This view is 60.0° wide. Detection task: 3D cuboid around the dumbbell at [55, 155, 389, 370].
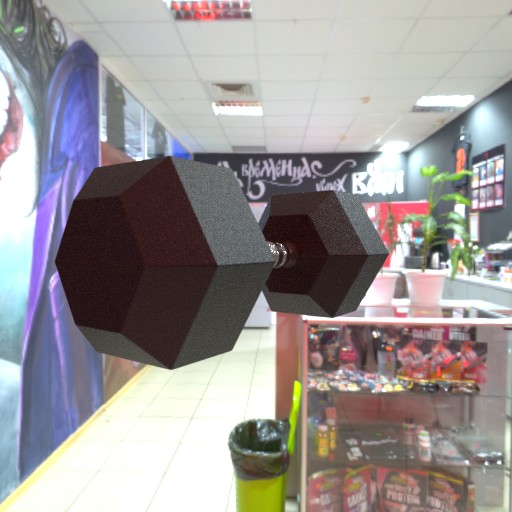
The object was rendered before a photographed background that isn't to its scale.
[{"bbox_3d":[0.000,0.000,0.329,0.122,0.106,0.271,1,2,36],"label":"dumbbell"}]
